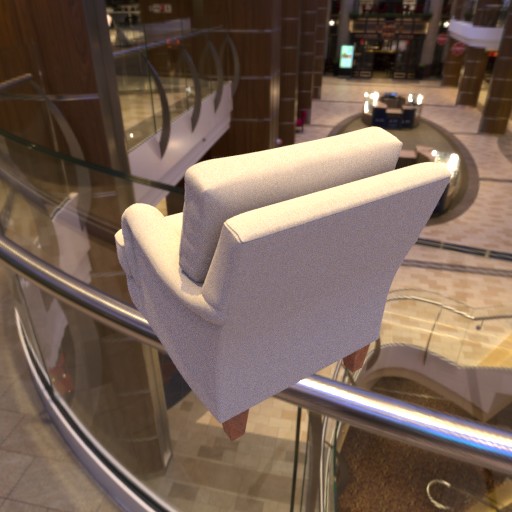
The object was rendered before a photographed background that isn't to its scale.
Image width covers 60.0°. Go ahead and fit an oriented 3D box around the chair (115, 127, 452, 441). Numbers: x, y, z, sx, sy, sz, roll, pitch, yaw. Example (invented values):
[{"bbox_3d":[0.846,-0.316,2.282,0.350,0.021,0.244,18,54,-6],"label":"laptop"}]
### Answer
[{"bbox_3d":[0.000,0.000,1.847,0.895,1.076,1.078,-19,35,-29],"label":"chair"}]
